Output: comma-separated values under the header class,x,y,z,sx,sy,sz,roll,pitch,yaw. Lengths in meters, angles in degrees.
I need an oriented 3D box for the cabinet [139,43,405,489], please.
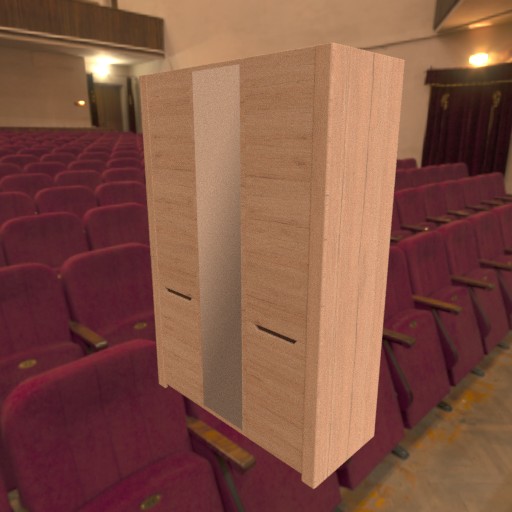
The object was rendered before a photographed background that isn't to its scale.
class,x,y,z,sx,sy,sz,roll,pitch,yaw
cabinet,0.000,0.000,2.638,1.400,2.070,0.580,15,21,43
